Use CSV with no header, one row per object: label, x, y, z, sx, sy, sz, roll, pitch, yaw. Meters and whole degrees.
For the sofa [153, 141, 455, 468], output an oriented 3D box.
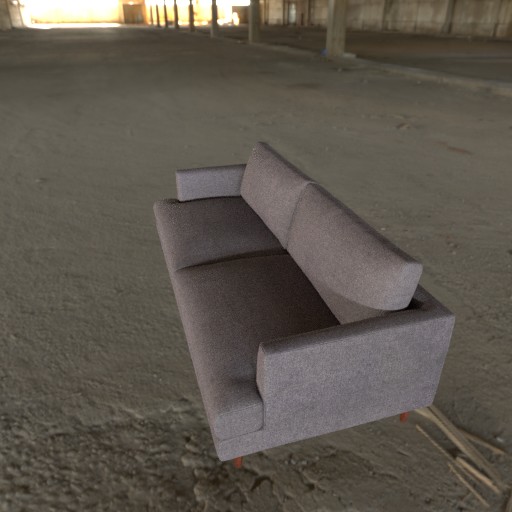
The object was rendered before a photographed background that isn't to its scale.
sofa,0.000,0.000,2.691,1.020,0.868,2.250,-8,30,-15
